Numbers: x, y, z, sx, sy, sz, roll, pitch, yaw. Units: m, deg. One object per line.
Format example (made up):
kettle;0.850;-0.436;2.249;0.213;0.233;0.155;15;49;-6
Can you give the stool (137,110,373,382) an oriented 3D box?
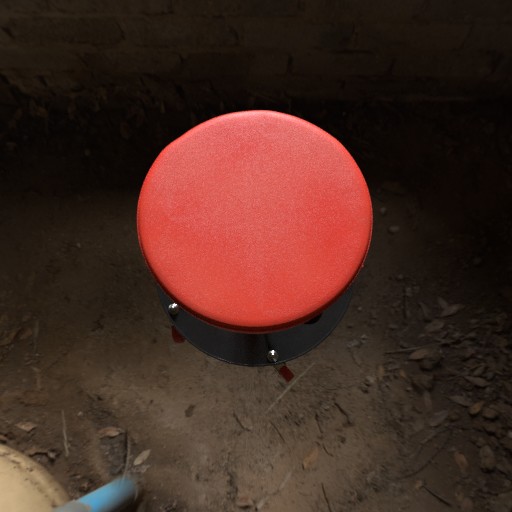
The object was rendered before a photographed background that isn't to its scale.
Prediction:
stool;0.000;0.000;0.680;0.381;0.365;0.382;-33;78;-8
